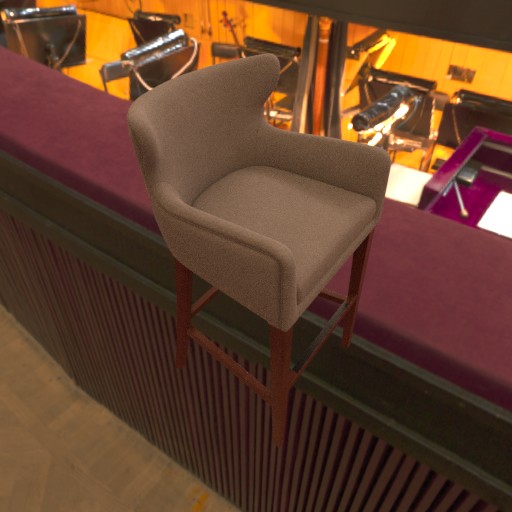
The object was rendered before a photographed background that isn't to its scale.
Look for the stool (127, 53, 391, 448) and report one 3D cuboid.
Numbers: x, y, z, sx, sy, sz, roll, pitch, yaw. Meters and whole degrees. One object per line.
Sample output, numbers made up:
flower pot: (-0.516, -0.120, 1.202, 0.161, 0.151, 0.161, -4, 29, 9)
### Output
stool: (0.000, 0.000, 1.415, 0.575, 1.047, 0.575, 25, 48, 26)
